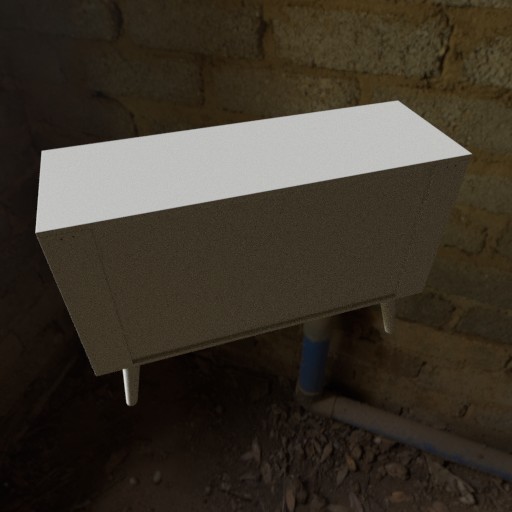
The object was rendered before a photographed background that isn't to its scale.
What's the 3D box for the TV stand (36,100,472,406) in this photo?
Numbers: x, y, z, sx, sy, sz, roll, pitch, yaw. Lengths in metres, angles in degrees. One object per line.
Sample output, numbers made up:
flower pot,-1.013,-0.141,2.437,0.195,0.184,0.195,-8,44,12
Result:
TV stand,0.000,0.000,1.567,1.193,0.812,0.406,-12,43,-13
